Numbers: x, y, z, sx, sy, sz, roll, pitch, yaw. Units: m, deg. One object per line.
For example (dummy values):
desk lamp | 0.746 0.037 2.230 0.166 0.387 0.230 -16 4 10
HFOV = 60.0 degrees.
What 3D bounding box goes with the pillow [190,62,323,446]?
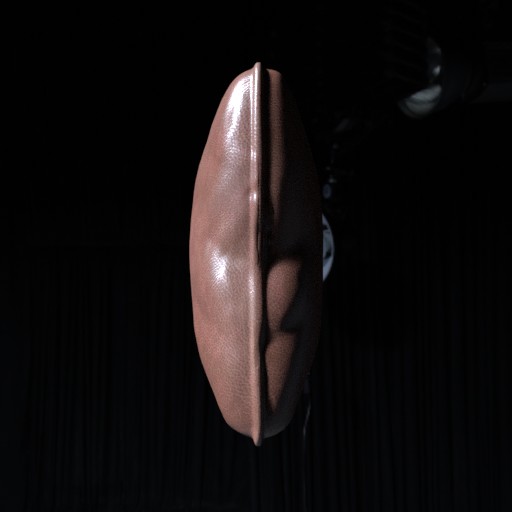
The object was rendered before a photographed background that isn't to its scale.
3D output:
pillow | 0.000 0.000 0.824 0.236 0.523 0.532 0 0 1
